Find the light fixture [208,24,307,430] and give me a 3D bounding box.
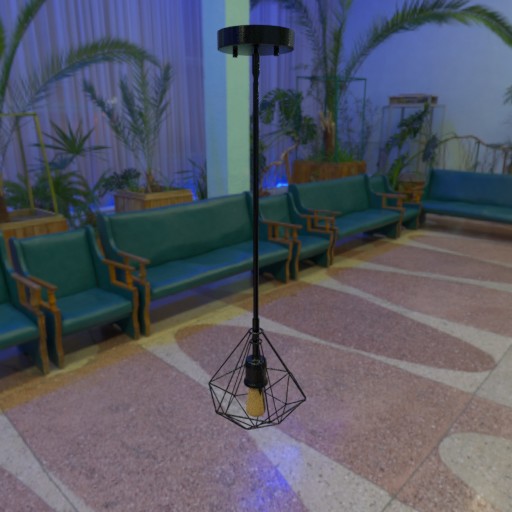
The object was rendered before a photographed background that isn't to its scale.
[{"bbox_3d":[0.000,0.000,1.932,0.487,1.764,0.431,-15,22,-42],"label":"light fixture"}]
